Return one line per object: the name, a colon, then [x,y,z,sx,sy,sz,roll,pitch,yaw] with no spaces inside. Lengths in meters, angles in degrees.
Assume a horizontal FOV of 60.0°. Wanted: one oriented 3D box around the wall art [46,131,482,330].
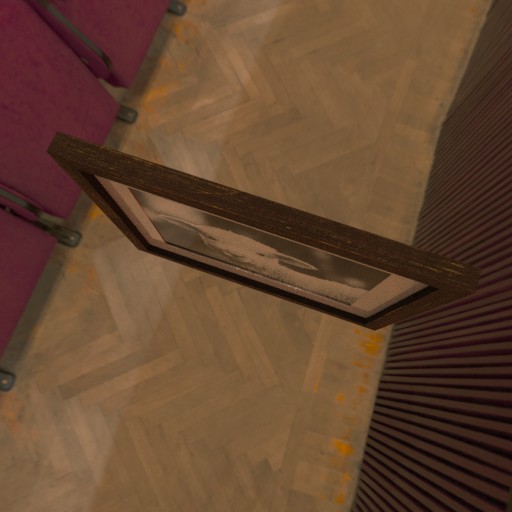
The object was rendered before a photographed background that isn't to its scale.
wall art: [0.000,0.000,0.769,0.558,0.457,0.032,19,76,5]
